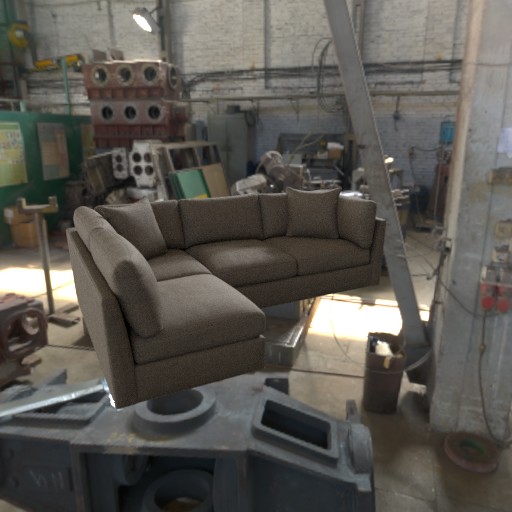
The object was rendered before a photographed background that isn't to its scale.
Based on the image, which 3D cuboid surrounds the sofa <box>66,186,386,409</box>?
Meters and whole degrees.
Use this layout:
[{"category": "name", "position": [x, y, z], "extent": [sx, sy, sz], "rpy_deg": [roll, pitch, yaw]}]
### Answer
[{"category": "sofa", "position": [0.000, 0.000, 3.897], "extent": [2.896, 0.978, 1.994], "rpy_deg": [-8, 18, -26]}]
